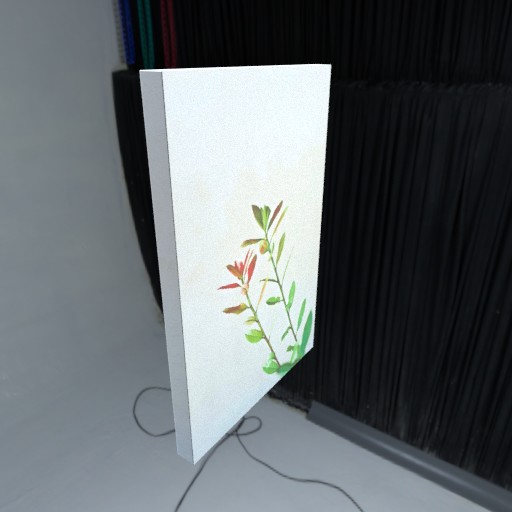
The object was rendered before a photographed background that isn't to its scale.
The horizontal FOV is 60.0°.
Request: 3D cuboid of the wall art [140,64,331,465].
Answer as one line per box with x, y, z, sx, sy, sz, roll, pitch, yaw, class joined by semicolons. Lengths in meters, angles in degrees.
0.000;0.000;0.778;0.038;0.611;0.408;17;29;32;wall art
